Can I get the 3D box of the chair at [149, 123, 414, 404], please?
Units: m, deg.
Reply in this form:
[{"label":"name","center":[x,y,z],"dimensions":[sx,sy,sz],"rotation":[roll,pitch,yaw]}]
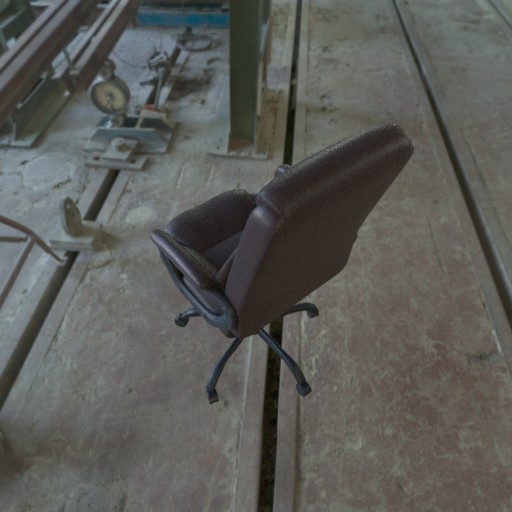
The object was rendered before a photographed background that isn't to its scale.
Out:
[{"label":"chair","center":[0.000,0.000,1.468],"dimensions":[0.615,1.072,0.655],"rotation":[-32,54,-26]}]
